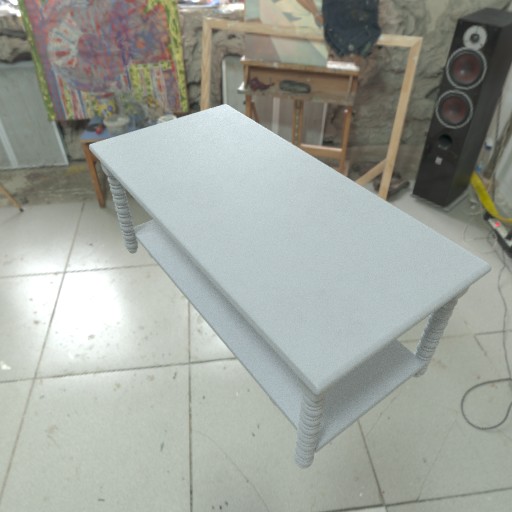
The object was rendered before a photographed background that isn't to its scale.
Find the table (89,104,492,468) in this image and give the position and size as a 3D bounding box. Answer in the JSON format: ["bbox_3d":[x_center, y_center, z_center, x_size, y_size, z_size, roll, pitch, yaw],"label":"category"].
[{"bbox_3d":[0.000,0.000,1.460,0.580,0.487,1.171,-26,48,-26],"label":"table"}]
